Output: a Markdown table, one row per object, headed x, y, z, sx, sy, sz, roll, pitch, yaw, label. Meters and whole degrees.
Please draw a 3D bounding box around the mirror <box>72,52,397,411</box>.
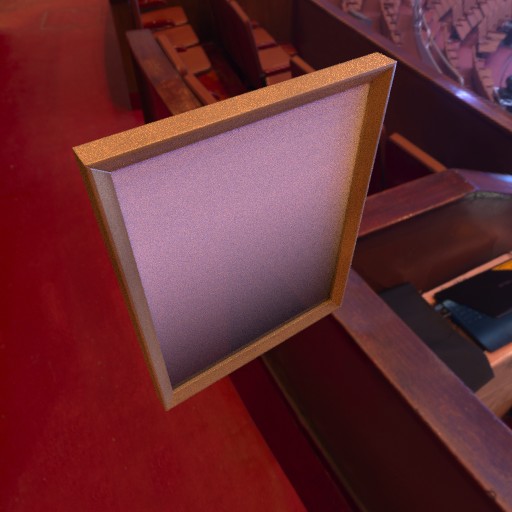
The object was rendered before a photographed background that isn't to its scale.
| x | y | z | sx | sy | sz | roll | pitch | yaw | label |
| --- | --- | --- | --- | --- | --- | --- | --- | --- | --- |
| 0.000 | 0.000 | 0.677 | 0.406 | 0.509 | 0.041 | -26 | 51 | -23 | mirror |
